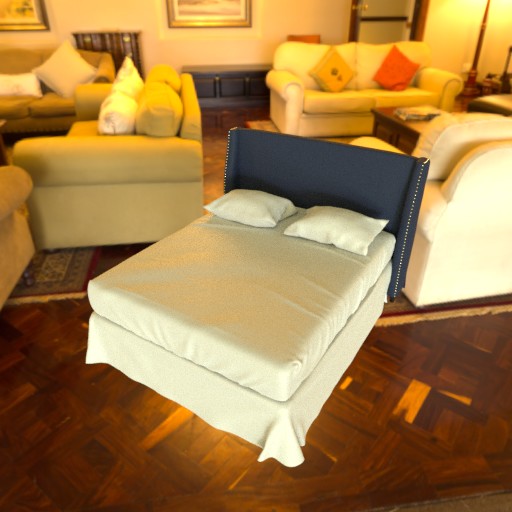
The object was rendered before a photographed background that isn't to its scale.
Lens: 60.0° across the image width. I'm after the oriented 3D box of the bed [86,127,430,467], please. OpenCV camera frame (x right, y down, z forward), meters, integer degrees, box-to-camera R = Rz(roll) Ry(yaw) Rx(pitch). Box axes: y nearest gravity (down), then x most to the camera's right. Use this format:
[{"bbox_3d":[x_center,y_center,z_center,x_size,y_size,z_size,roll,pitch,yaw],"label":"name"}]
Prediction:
[{"bbox_3d":[0.000,0.000,3.501,1.925,1.332,2.276,18,35,28],"label":"bed"}]
